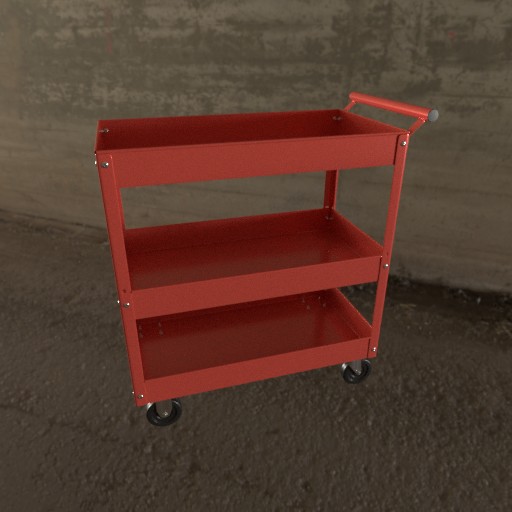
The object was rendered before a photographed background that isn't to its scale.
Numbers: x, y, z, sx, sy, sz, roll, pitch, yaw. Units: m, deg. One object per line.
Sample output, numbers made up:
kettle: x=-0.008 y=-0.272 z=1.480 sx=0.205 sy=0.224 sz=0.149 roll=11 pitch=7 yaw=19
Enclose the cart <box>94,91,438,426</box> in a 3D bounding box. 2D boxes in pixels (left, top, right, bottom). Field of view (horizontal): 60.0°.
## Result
cart: x=0.000 y=0.000 z=1.195 sx=0.719 sy=0.780 sz=0.366 roll=-8 pitch=27 yaw=-15
